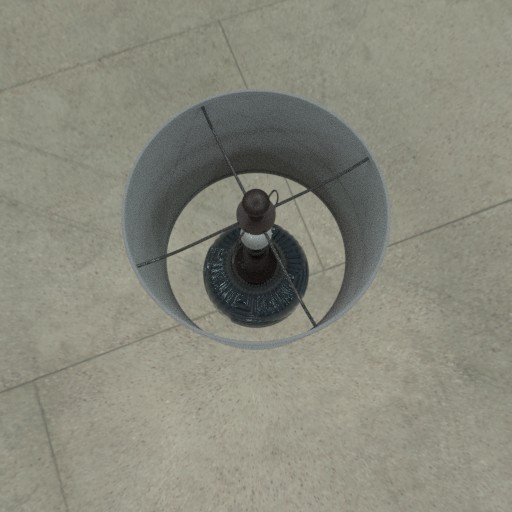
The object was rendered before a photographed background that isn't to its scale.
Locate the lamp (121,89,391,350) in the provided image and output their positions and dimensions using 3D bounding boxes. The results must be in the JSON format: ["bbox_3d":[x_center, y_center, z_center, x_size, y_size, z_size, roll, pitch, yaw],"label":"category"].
[{"bbox_3d":[0.000,0.000,0.764,0.318,0.567,0.318,0,77,0],"label":"lamp"}]
